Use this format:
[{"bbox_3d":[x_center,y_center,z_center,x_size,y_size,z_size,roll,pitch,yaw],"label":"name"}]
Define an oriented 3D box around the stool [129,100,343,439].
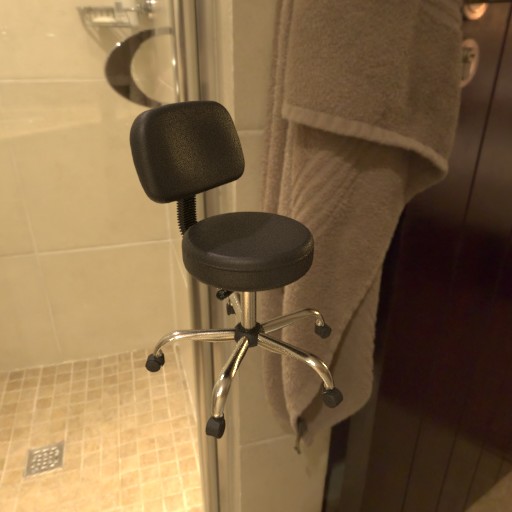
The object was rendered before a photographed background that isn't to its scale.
[{"bbox_3d":[0.000,0.000,1.362,0.648,0.862,0.673,18,31,33],"label":"stool"}]
